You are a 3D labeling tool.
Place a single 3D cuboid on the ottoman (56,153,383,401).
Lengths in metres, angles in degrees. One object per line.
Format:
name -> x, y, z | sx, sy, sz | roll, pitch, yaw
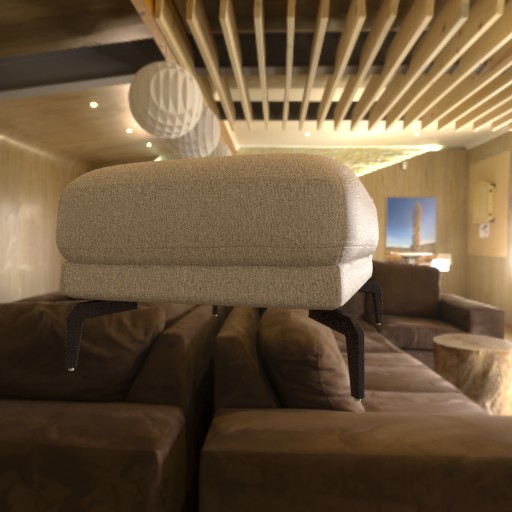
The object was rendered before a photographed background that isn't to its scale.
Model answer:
ottoman -> 0.000, 0.000, 1.077 | 0.568, 0.420, 0.772 | 0, 1, 18
